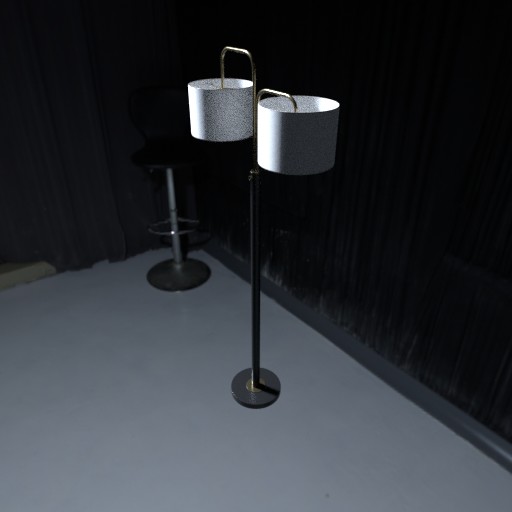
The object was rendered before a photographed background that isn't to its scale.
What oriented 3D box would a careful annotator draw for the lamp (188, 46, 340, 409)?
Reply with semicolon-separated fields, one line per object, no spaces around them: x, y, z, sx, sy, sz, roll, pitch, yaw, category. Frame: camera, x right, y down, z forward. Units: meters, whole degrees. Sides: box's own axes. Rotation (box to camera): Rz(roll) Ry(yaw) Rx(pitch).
0.000;0.000;1.882;0.254;1.587;0.711;-20;36;-30;lamp
